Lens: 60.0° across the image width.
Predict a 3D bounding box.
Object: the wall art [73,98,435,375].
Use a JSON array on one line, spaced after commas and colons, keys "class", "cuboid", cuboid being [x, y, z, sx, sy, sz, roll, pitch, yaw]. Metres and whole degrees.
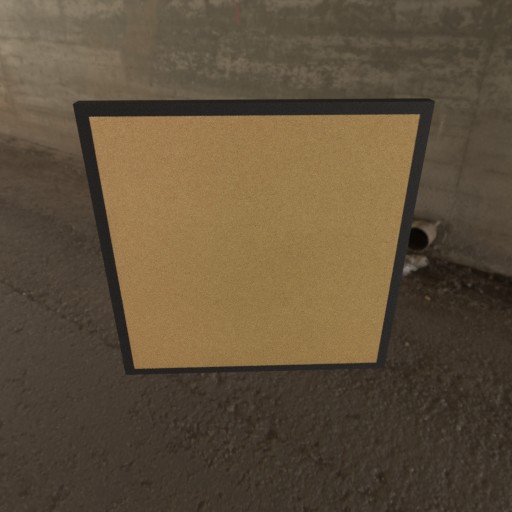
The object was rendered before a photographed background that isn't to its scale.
[{"class": "wall art", "cuboid": [0.000, 0.000, 1.133, 0.762, 0.760, 0.037, -1, 29, -2]}]
